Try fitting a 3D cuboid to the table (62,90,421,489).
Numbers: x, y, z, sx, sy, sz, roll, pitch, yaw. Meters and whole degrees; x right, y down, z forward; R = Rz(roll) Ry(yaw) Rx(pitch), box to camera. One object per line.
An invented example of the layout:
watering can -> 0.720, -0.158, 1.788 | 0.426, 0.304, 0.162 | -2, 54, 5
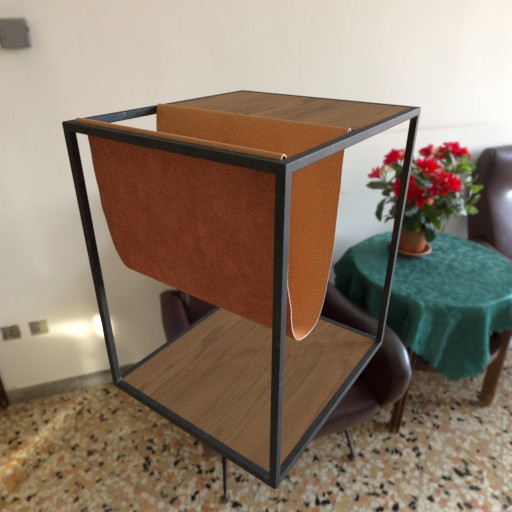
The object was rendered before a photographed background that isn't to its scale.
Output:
table -> 0.000, 0.000, 0.849 | 0.399, 0.536, 0.450 | 18, 33, 31
